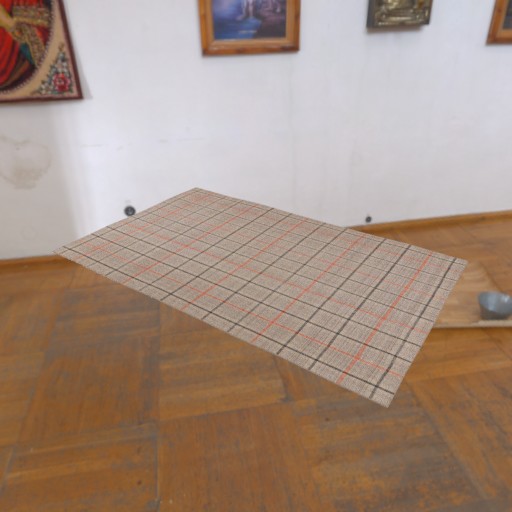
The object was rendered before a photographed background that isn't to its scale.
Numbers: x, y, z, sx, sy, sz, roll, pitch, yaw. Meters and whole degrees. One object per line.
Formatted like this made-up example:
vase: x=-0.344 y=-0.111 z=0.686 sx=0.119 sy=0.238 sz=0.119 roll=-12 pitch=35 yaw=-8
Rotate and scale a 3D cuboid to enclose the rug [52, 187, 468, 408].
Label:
rug: x=0.000 y=0.000 z=3.057 sx=2.439 sy=0.015 sz=1.524 roll=19 pitch=35 yaw=30
